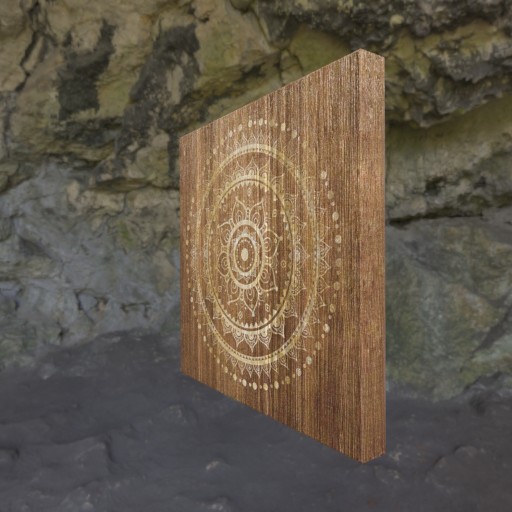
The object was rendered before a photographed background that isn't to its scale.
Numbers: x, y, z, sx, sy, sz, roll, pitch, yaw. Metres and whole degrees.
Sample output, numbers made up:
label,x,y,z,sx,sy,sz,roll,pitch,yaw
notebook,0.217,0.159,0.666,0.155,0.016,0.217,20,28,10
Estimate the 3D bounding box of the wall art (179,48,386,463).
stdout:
label,x,y,z,sx,sy,sz,roll,pitch,yaw
wall art,0.000,0.000,0.605,0.039,0.403,0.406,0,0,-35
